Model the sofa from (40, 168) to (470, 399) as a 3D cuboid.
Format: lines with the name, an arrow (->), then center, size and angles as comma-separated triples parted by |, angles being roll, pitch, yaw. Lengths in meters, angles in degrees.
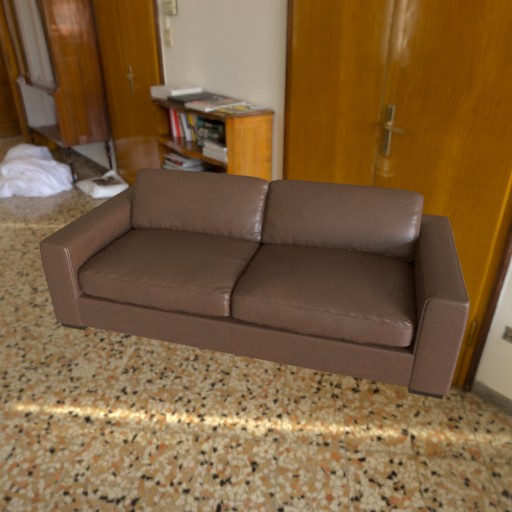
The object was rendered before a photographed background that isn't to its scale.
sofa -> 0.000, 0.000, 2.714 | 2.262, 0.801, 1.070 | 7, 28, 14
